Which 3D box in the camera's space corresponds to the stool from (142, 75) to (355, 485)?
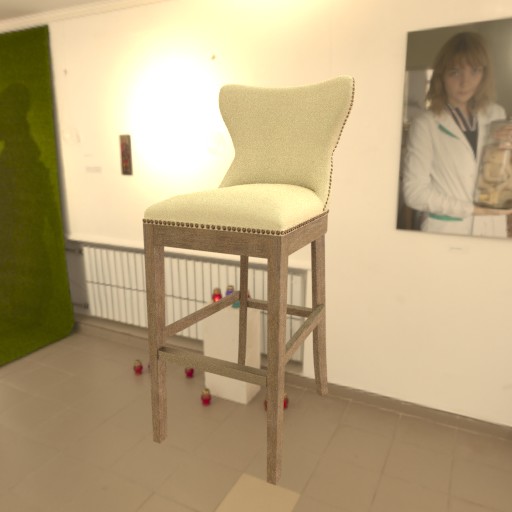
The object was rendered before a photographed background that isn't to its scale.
[{"bbox_3d":[0.000,0.000,1.437,0.494,1.123,0.606,7,15,26],"label":"stool"}]
